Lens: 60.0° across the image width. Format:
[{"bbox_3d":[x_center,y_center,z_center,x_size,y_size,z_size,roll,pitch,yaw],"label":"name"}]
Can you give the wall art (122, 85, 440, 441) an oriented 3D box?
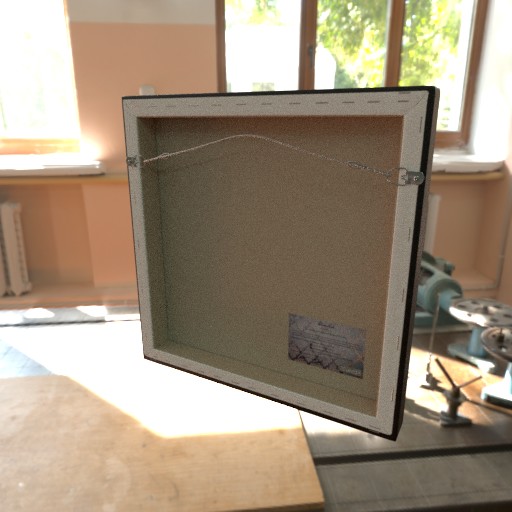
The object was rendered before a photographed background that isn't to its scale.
[{"bbox_3d":[0.000,0.000,0.585,0.406,0.407,0.041,9,19,28],"label":"wall art"}]
